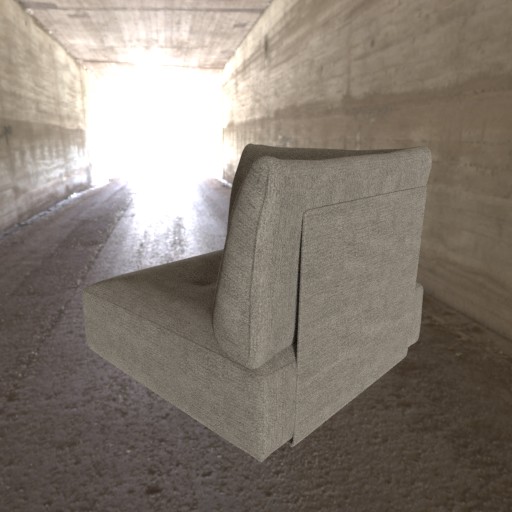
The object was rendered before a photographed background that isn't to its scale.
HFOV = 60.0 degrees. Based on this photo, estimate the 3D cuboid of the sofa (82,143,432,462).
[{"bbox_3d":[0.000,0.000,1.703,1.000,0.820,1.000,14,21,41],"label":"sofa"}]
